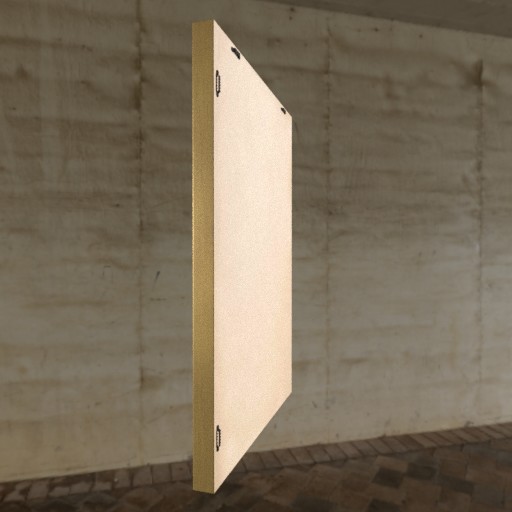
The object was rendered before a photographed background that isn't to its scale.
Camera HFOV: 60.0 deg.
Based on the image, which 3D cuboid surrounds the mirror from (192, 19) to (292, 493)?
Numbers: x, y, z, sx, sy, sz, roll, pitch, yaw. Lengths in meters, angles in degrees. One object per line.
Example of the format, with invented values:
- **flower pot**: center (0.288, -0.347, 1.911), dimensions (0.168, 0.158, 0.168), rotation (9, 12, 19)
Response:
- **mirror**: center (0.000, 0.000, 0.909), dimensions (0.040, 0.710, 0.507), rotation (0, 1, 18)
